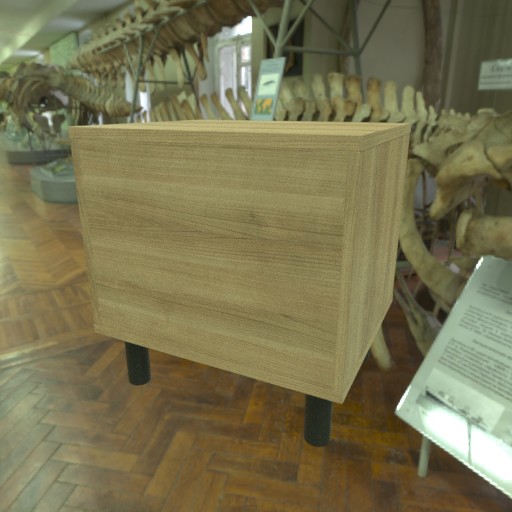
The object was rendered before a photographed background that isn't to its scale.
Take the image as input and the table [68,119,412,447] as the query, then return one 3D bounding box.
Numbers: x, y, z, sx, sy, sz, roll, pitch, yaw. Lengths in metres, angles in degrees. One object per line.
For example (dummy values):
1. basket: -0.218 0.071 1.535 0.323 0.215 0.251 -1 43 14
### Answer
1. table: 0.000 0.000 0.809 0.445 0.460 0.380 9 21 25
